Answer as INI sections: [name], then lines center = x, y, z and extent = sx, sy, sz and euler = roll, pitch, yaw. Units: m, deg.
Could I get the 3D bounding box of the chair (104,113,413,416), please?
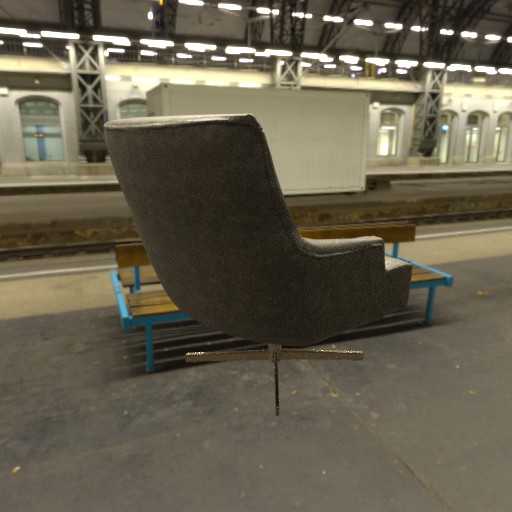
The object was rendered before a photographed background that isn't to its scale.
[chair]
center = 0.000, 0.000, 1.498
extent = 0.874, 0.870, 0.738
euler = -14, 20, -42
